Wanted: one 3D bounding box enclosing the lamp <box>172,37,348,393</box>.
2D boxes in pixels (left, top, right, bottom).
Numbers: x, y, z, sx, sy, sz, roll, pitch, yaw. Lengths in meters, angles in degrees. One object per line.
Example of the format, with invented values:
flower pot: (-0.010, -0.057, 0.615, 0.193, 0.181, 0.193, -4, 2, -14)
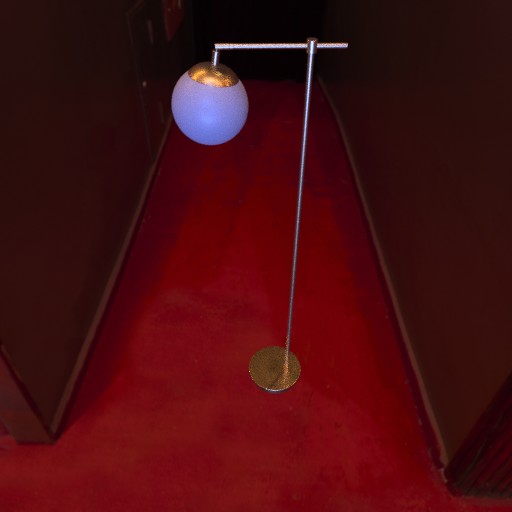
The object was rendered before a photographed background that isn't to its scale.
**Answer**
lamp: (0.000, 0.000, 1.648, 0.476, 1.505, 0.249, -1, 42, -1)
